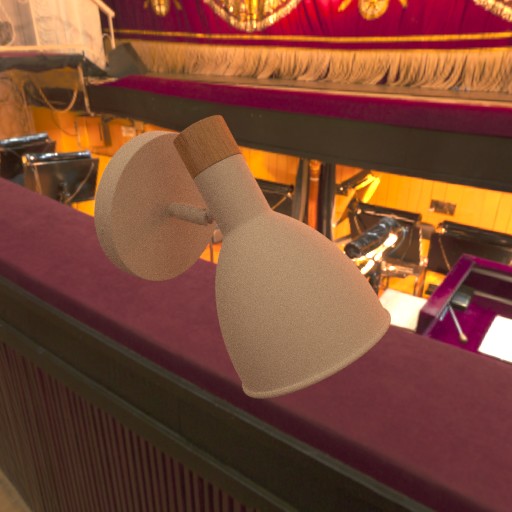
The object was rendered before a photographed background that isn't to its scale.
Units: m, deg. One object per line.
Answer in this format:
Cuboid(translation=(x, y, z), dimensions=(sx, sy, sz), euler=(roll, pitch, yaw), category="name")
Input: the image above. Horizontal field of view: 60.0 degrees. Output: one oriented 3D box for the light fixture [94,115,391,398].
Cuboid(translation=(0.000, 0.000, 0.336), dimensions=(0.209, 0.199, 0.127), euler=(17, 30, 31), category="light fixture")
